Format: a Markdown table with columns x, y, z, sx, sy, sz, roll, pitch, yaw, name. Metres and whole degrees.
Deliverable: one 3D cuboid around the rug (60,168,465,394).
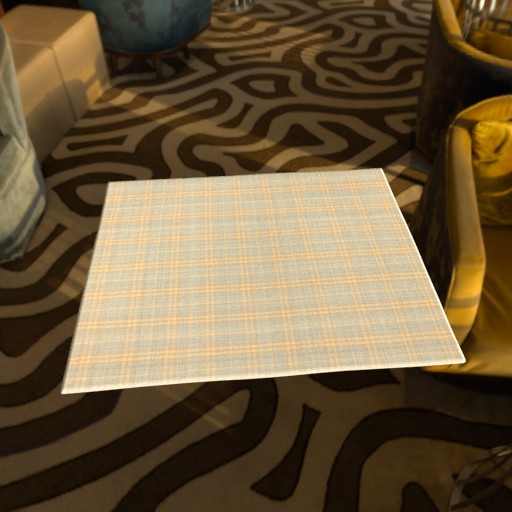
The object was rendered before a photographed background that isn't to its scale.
| x | y | z | sx | sy | sz | roll | pitch | yaw | name |
| --- | --- | --- | --- | --- | --- | --- | --- | --- | --- |
| 0.000 | 0.000 | 4.131 | 3.066 | 0.030 | 2.462 | -4 | 48 | -3 | rug |
